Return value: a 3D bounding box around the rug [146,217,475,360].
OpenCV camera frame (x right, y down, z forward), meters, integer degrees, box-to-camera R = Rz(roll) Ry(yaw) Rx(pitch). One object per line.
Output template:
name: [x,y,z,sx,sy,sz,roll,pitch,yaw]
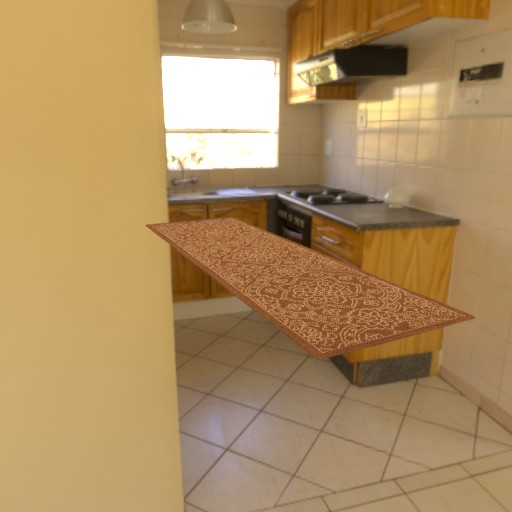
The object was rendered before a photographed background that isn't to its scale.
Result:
rug: [0.000,0.000,2.669,0.769,0.012,2.448,-8,17,-25]
